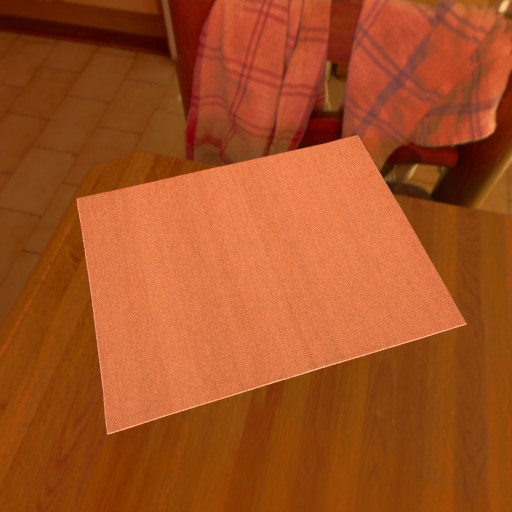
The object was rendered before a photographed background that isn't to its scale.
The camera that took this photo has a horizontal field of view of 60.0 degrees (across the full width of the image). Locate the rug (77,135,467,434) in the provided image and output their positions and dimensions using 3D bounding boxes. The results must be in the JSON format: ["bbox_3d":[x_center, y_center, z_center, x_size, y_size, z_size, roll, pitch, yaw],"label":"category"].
[{"bbox_3d":[0.000,0.000,4.292,3.202,0.045,2.434,-14,60,-8],"label":"rug"}]
